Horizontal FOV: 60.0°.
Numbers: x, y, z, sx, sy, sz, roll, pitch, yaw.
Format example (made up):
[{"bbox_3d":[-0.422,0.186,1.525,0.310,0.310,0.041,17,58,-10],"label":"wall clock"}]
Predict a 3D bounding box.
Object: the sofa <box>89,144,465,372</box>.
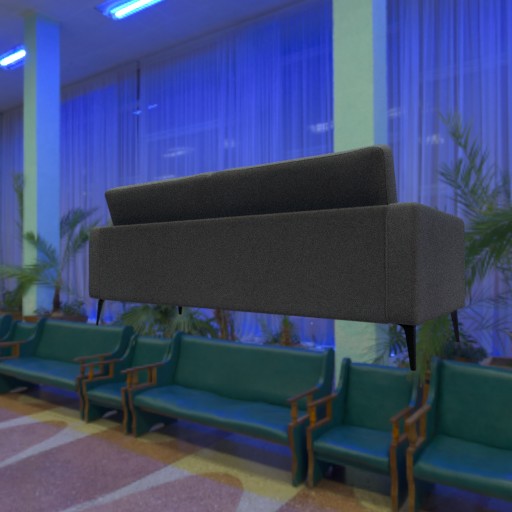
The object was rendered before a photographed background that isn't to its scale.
[{"bbox_3d":[0.000,0.000,2.375,1.925,0.828,0.774,-1,-1,36],"label":"sofa"}]
